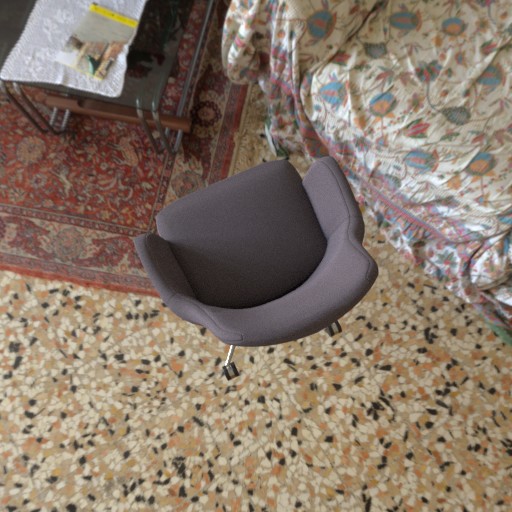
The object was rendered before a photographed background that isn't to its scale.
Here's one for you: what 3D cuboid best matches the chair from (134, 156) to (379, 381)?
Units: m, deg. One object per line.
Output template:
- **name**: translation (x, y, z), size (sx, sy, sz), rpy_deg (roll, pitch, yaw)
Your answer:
- **chair**: translation (0.000, 0.000, 1.301), size (0.655, 0.820, 0.600), rpy_deg (-24, 76, -6)
